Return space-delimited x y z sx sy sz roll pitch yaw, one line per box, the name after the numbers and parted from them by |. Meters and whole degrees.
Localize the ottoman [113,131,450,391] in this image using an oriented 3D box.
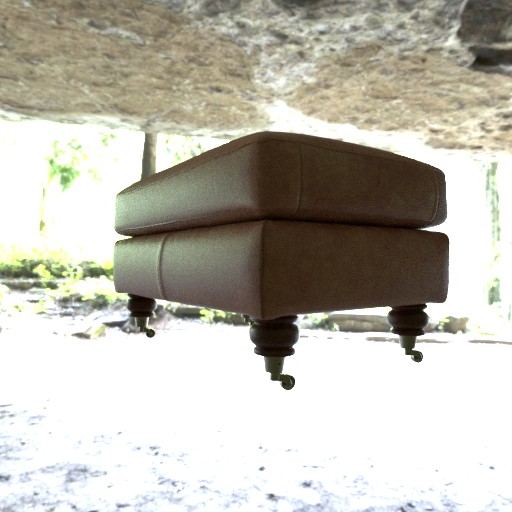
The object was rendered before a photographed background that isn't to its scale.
0.000 0.000 1.210 0.565 0.507 0.852 1 -1 -35 | ottoman
